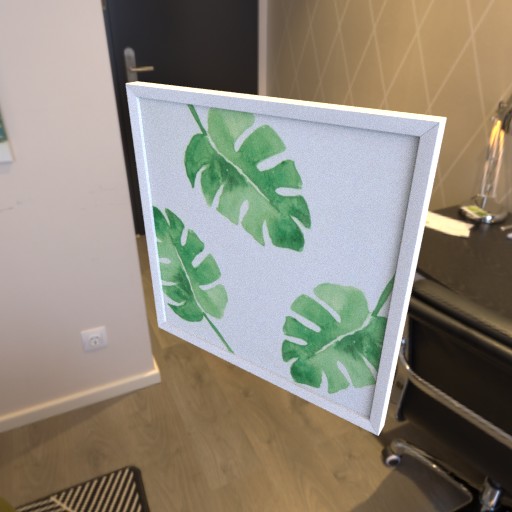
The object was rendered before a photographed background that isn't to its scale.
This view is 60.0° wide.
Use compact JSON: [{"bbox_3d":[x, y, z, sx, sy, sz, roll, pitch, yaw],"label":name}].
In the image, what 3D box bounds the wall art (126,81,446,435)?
[{"bbox_3d":[0.000,0.000,1.114,0.762,0.762,0.040,18,34,30],"label":"wall art"}]
